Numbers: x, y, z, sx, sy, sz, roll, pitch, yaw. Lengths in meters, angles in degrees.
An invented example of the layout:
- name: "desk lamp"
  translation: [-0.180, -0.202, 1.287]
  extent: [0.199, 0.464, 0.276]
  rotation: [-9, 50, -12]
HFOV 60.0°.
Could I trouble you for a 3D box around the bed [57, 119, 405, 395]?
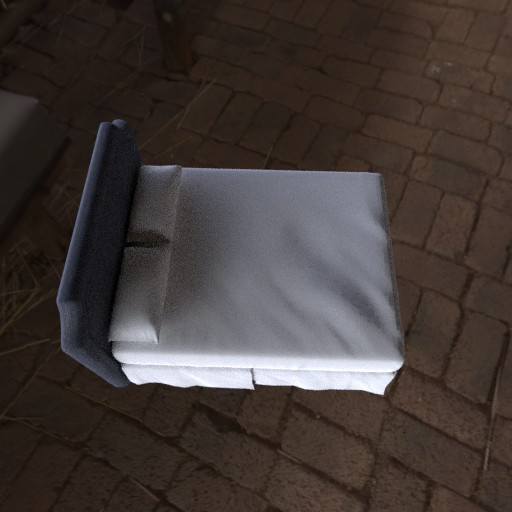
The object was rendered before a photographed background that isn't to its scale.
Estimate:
- name: "bed"
  translation: [0.000, 0.000, 3.191]
  extent: [2.116, 1.290, 1.693]
  rotation: [2, 63, 1]
